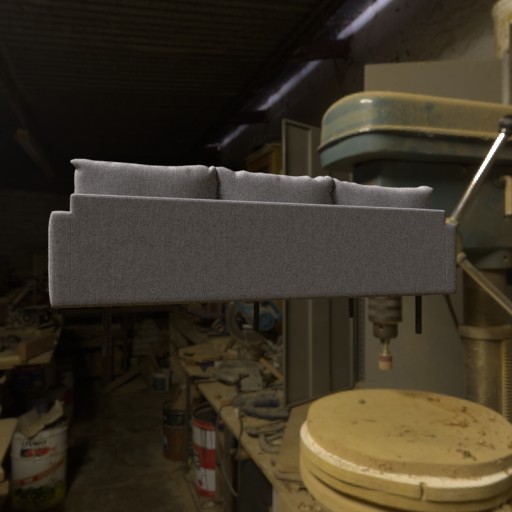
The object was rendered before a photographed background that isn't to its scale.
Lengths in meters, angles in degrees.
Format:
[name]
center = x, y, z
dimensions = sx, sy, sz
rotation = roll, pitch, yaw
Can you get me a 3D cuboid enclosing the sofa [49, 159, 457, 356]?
[sofa]
center = 0.000, 0.000, 2.443
dimensions = 2.000, 0.830, 0.850
rotation = 0, 0, -19
